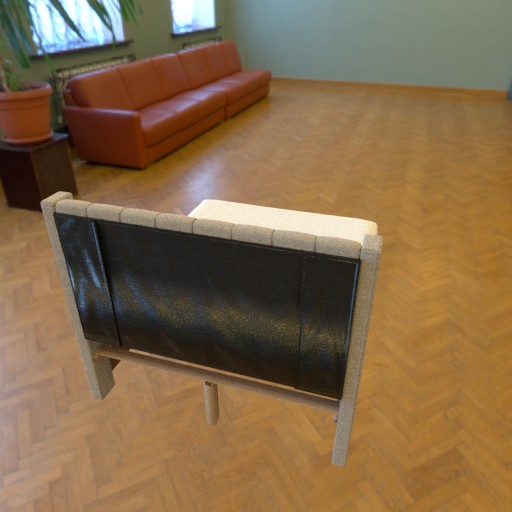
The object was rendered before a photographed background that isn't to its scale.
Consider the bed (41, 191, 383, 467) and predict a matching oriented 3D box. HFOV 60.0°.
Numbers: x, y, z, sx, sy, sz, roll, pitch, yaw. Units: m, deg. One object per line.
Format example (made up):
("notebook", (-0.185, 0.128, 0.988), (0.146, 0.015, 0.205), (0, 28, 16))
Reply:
("bed", (0.000, 0.000, 3.847), (2.044, 1.748, 2.372), (9, 32, 15))
